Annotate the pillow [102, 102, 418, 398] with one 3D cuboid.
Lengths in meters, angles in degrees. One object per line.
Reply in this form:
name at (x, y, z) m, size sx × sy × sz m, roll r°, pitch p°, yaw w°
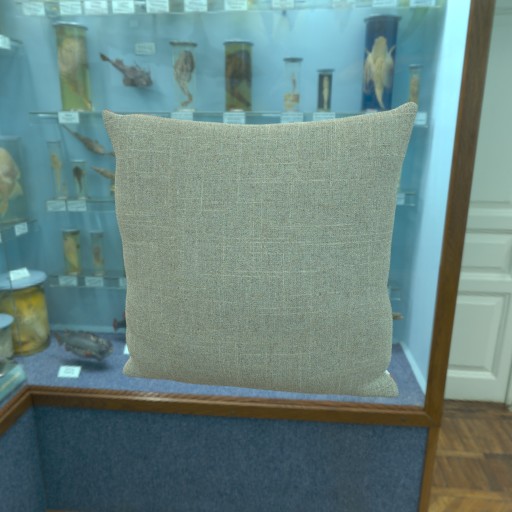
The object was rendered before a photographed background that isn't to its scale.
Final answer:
pillow at (0.000, 0.000, 0.654) m, size 0.439 × 0.427 × 0.182 m, roll 2°, pitch 16°, yaw 7°
